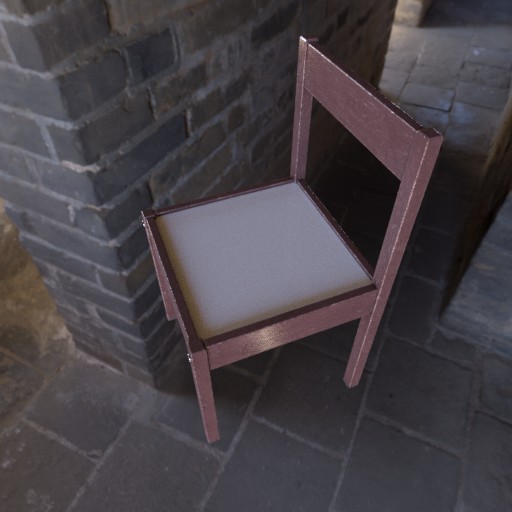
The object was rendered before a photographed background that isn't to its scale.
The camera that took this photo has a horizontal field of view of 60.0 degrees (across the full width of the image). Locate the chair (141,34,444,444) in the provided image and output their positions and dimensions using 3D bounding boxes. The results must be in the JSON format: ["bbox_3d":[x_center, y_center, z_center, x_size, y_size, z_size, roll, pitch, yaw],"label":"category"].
[{"bbox_3d":[0.000,0.000,0.668,0.285,0.505,0.285,-16,49,-15],"label":"chair"}]
